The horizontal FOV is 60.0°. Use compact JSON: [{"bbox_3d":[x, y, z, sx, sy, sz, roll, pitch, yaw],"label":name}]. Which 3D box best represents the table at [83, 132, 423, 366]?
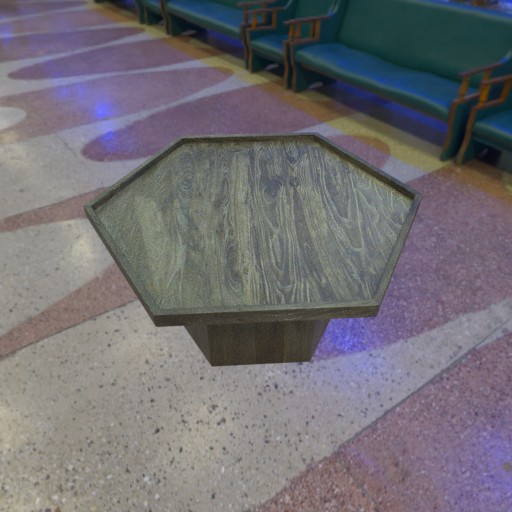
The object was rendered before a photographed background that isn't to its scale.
[{"bbox_3d":[0.000,0.000,1.612,0.966,0.488,1.115,-23,46,-25],"label":"table"}]
